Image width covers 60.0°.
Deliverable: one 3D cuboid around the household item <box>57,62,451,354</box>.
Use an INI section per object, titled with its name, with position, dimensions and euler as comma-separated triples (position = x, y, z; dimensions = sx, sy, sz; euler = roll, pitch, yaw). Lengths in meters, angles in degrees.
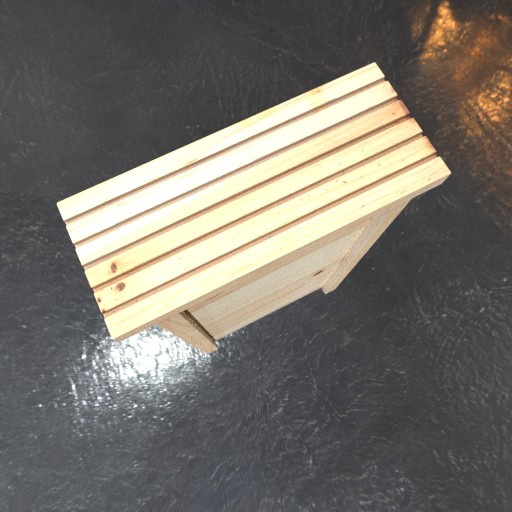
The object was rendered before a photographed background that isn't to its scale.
[household item]
position = 0.000, 0.000, 0.558
dimensions = 0.301, 0.407, 0.123
euler = -26, 76, -7
